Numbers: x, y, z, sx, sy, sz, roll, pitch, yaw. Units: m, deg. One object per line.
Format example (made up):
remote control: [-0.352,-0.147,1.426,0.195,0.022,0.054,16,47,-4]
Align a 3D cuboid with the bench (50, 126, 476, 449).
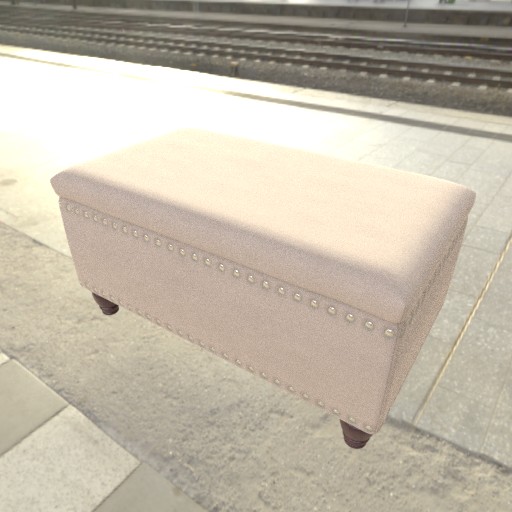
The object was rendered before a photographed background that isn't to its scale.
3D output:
bench: [0.000,0.000,1.147,0.887,0.449,0.500,20,37,28]
